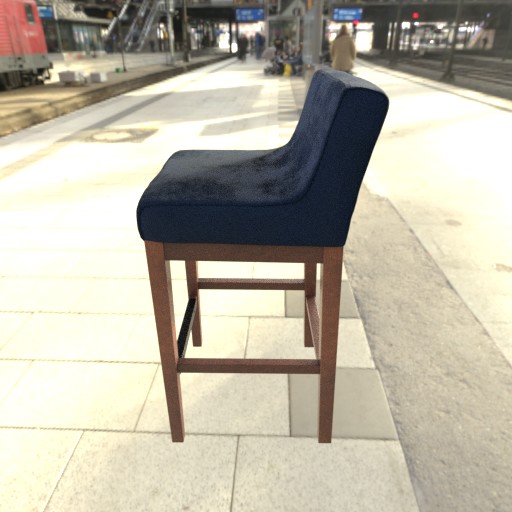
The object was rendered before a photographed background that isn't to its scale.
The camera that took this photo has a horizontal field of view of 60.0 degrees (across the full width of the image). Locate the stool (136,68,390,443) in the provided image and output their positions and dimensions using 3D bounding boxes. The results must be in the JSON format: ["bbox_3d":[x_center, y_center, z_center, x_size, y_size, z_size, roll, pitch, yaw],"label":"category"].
[{"bbox_3d":[0.000,0.000,1.238,0.516,0.945,0.511,0,26,0],"label":"stool"}]
